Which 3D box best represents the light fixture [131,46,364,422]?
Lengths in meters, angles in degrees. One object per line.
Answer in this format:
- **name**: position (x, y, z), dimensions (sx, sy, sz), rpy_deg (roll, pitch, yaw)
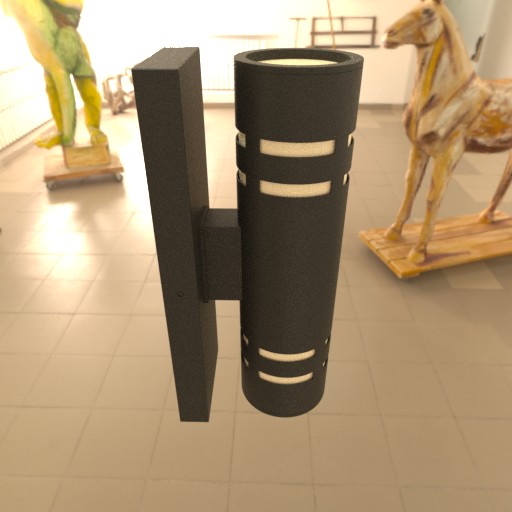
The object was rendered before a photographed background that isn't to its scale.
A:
- **light fixture**: position (0.000, 0.000, 0.398), dimensions (0.149, 0.330, 0.105), rpy_deg (1, 32, 1)
